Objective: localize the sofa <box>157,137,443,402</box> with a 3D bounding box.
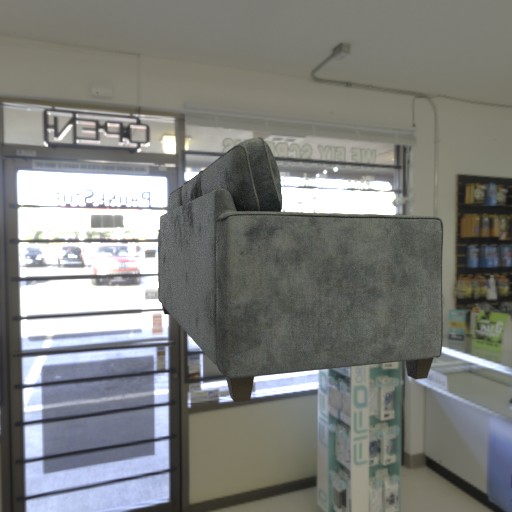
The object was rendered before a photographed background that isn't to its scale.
[{"bbox_3d":[0.000,0.000,2.646,0.939,0.965,2.133,-1,2,-19],"label":"sofa"}]
